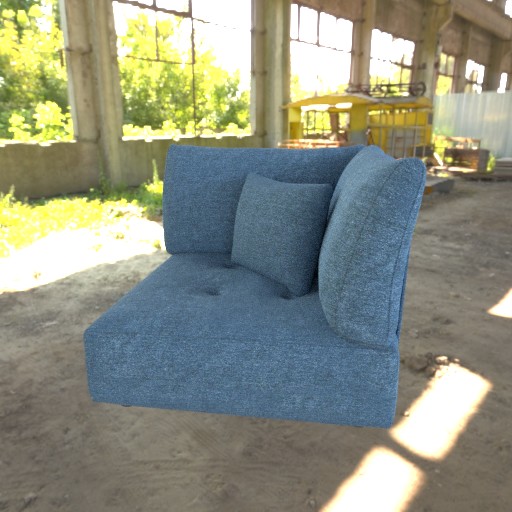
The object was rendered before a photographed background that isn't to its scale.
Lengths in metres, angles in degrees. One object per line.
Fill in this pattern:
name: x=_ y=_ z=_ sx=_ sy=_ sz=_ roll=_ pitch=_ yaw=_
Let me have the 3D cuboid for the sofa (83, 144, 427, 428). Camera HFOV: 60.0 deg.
sofa: x=0.000 y=0.000 z=1.724 sx=1.000 sy=0.820 sz=1.000 roll=2 pitch=16 yaw=8
